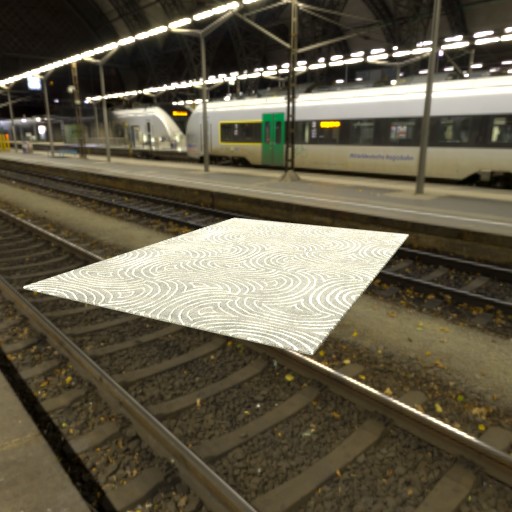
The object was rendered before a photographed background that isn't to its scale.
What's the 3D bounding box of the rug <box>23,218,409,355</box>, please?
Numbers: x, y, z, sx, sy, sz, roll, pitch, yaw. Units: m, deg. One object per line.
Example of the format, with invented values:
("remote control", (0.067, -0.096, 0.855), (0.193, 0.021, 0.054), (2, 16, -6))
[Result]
("rug", (0.000, 0.000, 2.817), (1.543, 0.015, 2.144), (8, 17, 26))
